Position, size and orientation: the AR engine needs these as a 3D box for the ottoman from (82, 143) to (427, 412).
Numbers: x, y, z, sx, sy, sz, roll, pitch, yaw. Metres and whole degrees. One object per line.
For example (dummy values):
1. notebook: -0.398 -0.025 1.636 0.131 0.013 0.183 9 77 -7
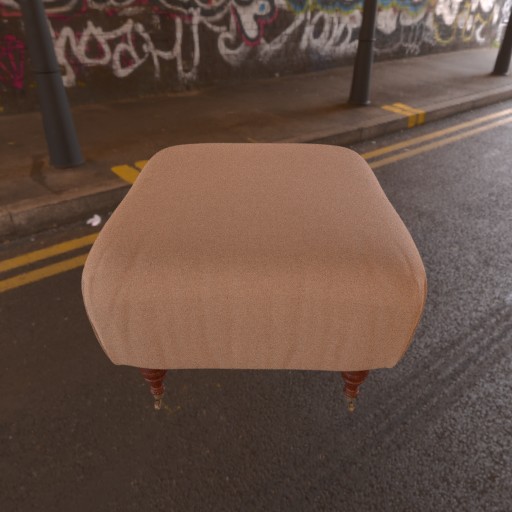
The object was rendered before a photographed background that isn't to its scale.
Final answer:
1. ottoman: 0.000 0.000 1.135 0.639 0.450 0.746 0 31 1
